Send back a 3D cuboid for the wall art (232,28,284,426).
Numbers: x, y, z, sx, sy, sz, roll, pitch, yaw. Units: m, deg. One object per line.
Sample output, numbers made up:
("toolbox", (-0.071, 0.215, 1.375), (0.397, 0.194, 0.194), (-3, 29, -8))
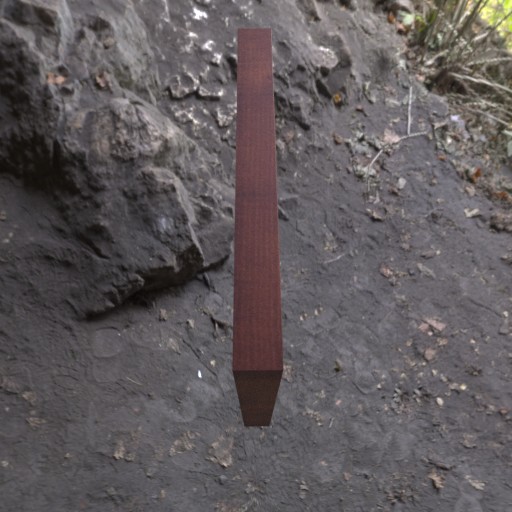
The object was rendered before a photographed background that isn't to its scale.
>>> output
("wall art", (0.000, 0.000, 0.590), (0.038, 0.385, 0.386), (0, 63, 0))
